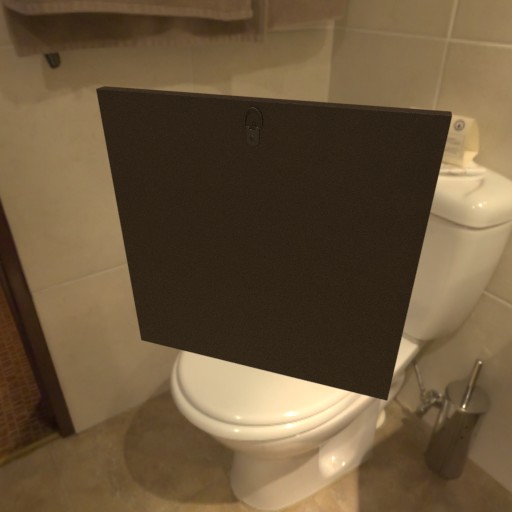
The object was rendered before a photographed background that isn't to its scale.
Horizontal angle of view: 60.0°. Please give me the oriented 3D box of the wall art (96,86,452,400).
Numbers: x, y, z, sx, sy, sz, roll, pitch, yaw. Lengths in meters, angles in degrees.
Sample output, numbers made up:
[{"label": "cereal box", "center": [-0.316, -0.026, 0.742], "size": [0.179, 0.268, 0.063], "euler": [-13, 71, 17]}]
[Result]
[{"label": "wall art", "center": [0.000, 0.000, 1.183], "size": [0.805, 0.807, 0.043], "euler": [10, 33, 16]}]
